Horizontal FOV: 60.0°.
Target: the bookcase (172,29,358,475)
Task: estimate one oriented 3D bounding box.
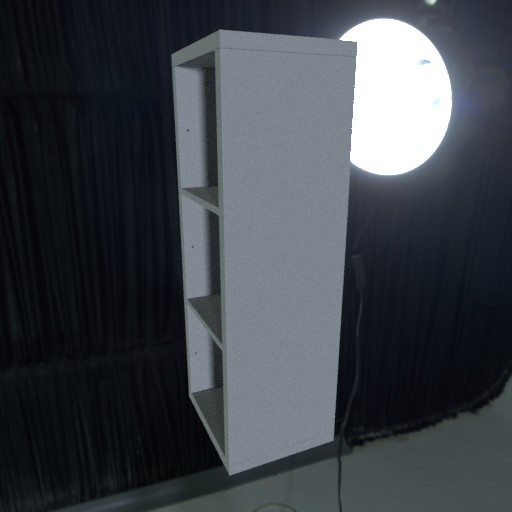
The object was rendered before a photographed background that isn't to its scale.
[{"bbox_3d":[0.000,0.000,1.261,0.330,1.080,0.390,-8,19,-23],"label":"bookcase"}]
